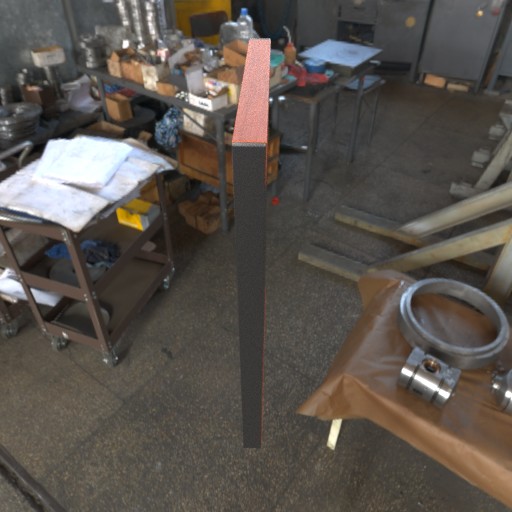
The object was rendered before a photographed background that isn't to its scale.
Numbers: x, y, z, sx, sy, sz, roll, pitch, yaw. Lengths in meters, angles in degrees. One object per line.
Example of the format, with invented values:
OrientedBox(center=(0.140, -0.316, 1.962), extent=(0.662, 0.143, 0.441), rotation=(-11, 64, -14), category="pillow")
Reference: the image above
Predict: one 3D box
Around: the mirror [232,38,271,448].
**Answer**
OrientedBox(center=(0.000, 0.000, 1.049), extent=(0.047, 0.823, 0.525), rotation=(1, 40, 2), category="mirror")
